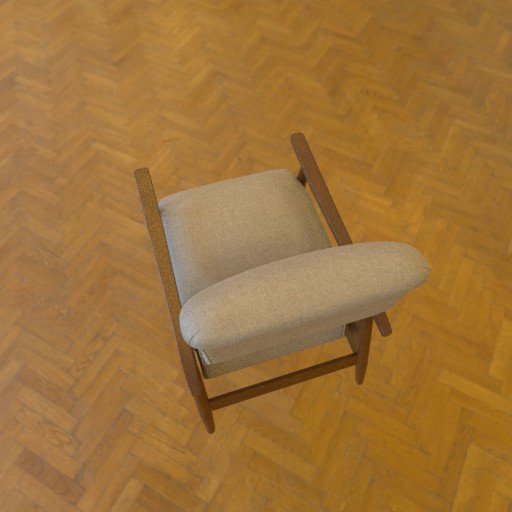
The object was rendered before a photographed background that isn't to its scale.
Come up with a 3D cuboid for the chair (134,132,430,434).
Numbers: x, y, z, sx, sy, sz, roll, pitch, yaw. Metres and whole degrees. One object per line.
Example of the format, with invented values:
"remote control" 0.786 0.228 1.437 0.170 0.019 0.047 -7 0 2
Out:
"chair" 0.000 0.000 1.749 0.762 1.082 1.030 -15 59 -9
